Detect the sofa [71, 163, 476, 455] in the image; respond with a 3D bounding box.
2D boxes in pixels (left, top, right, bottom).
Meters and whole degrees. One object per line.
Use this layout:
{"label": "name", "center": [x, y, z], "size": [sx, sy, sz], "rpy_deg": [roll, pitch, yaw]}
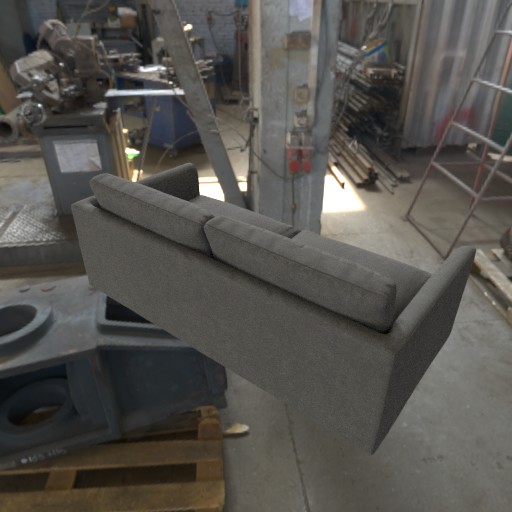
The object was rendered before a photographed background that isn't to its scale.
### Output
{"label": "sofa", "center": [0.000, 0.000, 2.761], "size": [2.257, 0.838, 1.092], "rpy_deg": [22, 38, 32]}
